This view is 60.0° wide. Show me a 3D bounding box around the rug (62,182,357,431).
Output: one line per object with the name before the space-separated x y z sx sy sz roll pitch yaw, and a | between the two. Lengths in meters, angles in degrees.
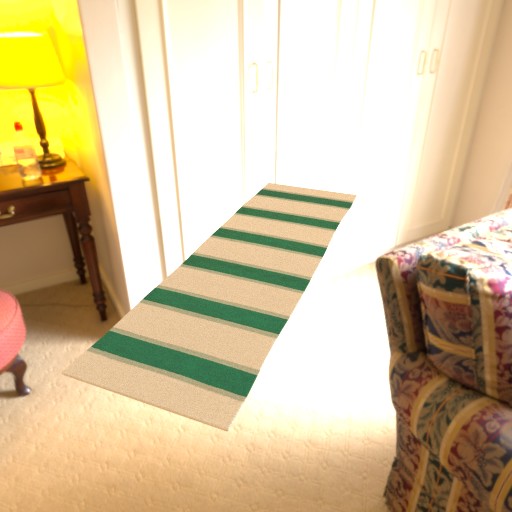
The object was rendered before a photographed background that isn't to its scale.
rug | 0.000 0.000 2.695 0.768 0.012 2.438 11 31 19
